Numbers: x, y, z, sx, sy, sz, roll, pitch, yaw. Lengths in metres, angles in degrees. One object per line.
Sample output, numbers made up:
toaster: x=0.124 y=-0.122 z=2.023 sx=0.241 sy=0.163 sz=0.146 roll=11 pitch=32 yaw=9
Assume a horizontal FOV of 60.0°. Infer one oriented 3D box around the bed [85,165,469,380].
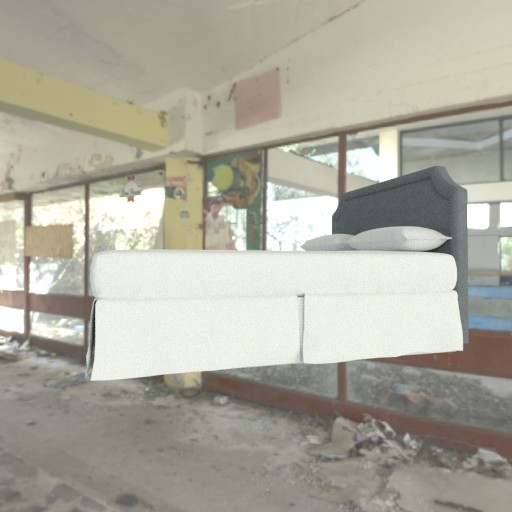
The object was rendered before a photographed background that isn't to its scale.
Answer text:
bed: x=0.000 y=0.000 z=3.508 sx=2.464 sy=1.306 sz=1.977 roll=0 pitch=-1 yaw=-18
